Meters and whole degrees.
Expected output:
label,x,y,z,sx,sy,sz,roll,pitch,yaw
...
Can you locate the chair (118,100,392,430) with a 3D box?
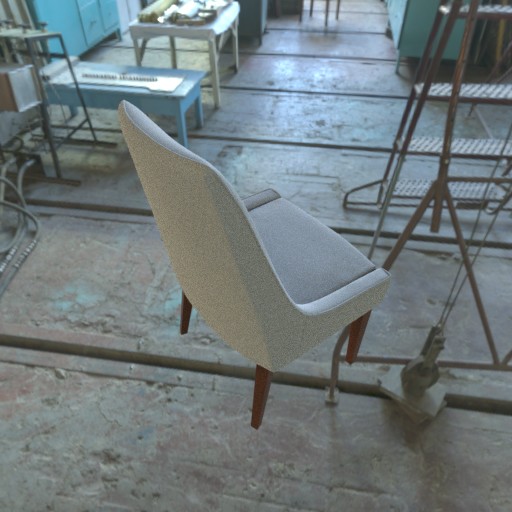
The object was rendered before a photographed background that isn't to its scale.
label,x,y,z,sx,sy,sz,roll,pitch,yaw
chair,0.000,0.000,1.199,0.544,0.861,0.529,-26,48,-26
